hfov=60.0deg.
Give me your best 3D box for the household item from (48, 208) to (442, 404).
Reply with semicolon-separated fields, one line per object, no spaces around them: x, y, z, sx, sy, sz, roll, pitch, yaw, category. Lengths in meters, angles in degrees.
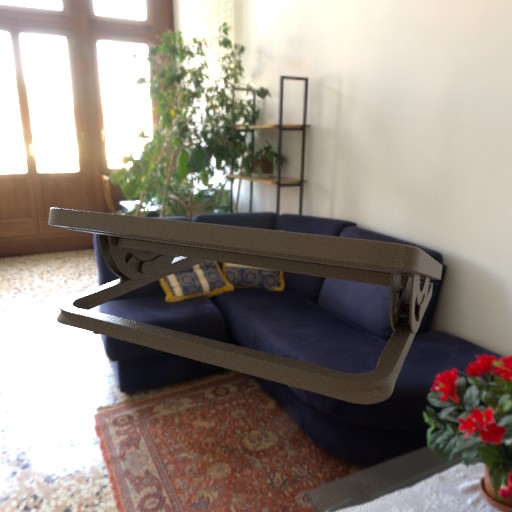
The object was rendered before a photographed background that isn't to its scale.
0.000;0.000;0.522;0.390;0.126;0.301;8;17;27;household item
